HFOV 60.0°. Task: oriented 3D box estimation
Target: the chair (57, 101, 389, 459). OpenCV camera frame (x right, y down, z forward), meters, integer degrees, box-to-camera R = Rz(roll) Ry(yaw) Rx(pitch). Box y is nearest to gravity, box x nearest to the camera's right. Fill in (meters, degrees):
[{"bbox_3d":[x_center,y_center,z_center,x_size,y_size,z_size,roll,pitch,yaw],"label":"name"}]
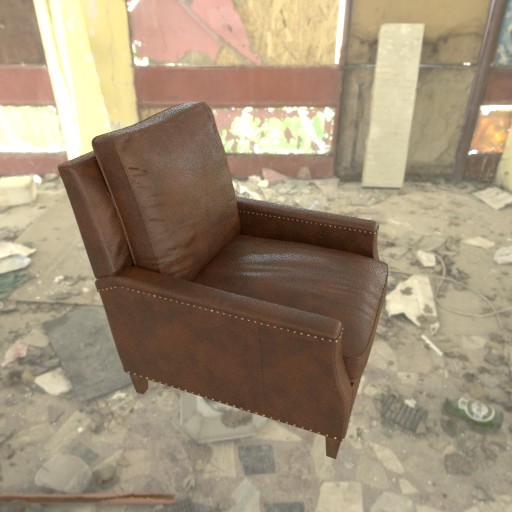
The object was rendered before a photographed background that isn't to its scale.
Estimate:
[{"bbox_3d":[0.000,0.000,1.794,1.035,1.054,0.854,11,32,19],"label":"chair"}]
